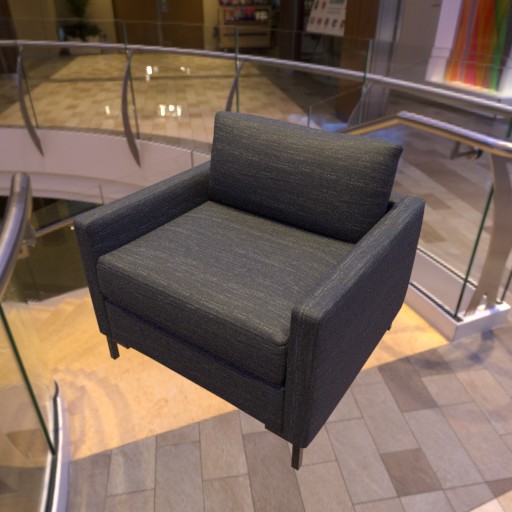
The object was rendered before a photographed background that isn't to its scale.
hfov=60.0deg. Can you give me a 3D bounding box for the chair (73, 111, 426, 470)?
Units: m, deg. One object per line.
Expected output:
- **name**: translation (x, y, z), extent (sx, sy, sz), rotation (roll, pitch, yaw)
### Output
- **chair**: translation (0.000, 0.000, 1.642), extent (0.963, 0.861, 0.866), rotation (19, 36, 29)
